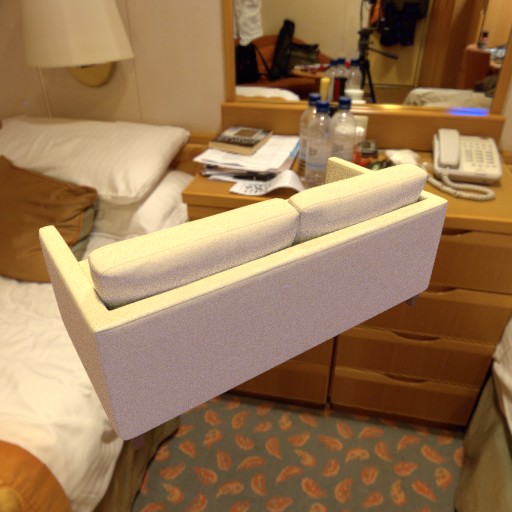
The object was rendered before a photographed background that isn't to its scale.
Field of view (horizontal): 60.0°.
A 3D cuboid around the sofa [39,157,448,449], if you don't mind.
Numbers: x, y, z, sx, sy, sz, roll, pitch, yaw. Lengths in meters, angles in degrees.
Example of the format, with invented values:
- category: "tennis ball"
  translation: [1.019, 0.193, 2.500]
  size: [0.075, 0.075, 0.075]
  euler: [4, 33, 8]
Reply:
- category: "sofa"
  translation: [0.000, 0.000, 2.436]
  size: [1.981, 0.889, 0.965]
  euler: [-19, 36, -29]
